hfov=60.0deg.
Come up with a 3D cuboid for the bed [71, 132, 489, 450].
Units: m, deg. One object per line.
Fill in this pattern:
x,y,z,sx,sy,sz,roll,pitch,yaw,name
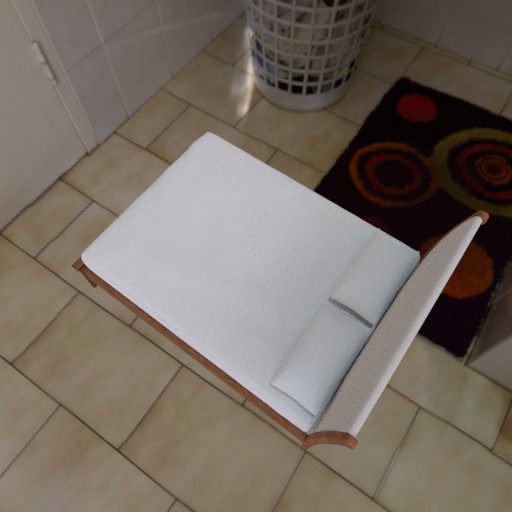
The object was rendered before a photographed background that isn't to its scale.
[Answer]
0.000,0.000,2.925,2.108,1.135,1.502,33,67,16,bed
